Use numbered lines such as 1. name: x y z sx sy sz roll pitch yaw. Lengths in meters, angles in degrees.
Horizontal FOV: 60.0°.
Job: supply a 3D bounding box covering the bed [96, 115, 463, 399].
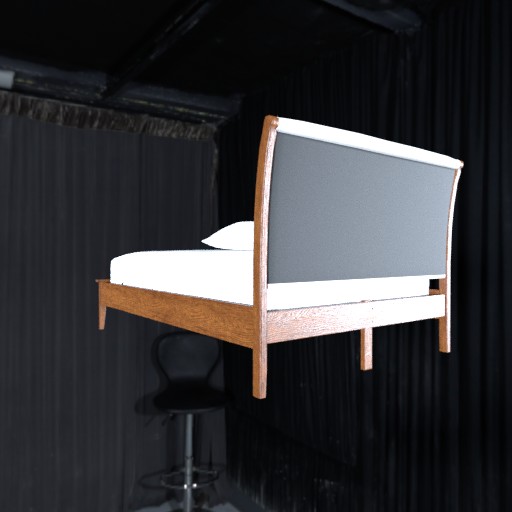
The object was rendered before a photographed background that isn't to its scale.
1. bed: 0.000 0.000 3.283 1.612 1.250 2.380 0 0 -37
